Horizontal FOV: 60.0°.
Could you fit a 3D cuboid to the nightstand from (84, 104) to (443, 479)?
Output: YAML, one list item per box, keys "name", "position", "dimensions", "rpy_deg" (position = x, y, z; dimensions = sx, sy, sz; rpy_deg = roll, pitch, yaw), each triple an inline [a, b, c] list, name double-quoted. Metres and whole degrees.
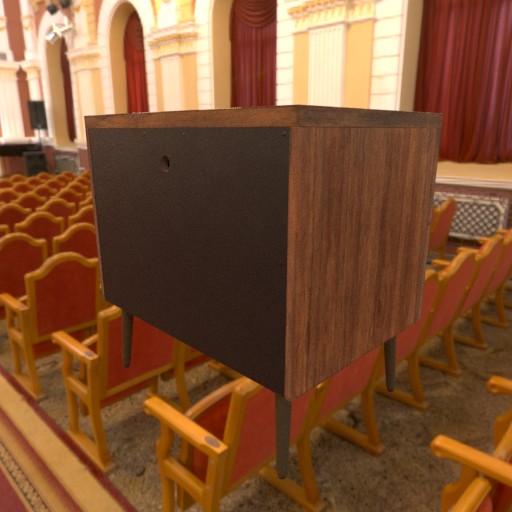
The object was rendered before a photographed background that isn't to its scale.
- name: "nightstand"
  position: [0.000, 0.000, 1.003]
  dimensions: [0.610, 0.610, 0.458]
  rpy_deg: [15, 22, 43]
